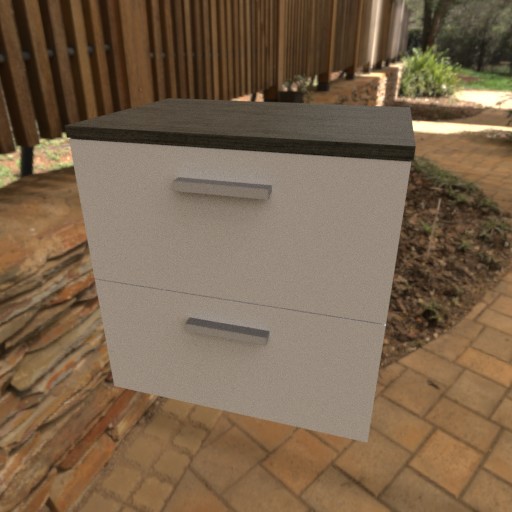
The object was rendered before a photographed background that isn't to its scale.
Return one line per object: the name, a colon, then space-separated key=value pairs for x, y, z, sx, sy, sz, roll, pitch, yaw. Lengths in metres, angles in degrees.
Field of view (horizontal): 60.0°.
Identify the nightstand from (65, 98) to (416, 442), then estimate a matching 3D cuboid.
nightstand: x=0.000 y=0.000 z=0.757 sx=0.441 sy=0.460 sz=0.325 roll=7 pitch=27 yaw=15
